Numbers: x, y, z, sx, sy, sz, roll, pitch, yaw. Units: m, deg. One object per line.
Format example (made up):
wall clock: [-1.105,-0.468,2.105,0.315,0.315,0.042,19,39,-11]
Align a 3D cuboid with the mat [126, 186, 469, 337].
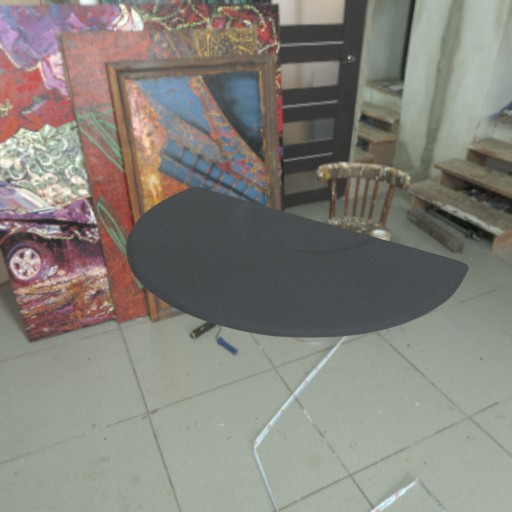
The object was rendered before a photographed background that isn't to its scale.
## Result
mat: [0.000,0.000,1.877,1.525,0.016,0.917,20,36,30]
